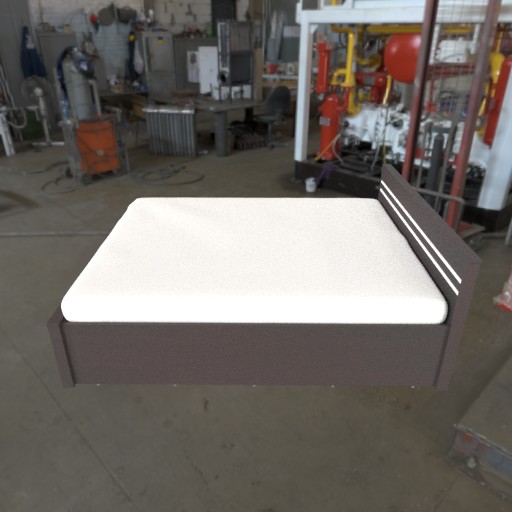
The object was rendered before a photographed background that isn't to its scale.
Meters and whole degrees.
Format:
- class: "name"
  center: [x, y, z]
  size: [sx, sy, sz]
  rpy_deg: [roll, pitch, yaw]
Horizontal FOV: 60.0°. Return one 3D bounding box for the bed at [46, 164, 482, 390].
- class: "bed"
  center: [0.000, 0.000, 2.966]
  size: [2.103, 0.808, 1.634]
  rpy_deg: [0, 27, 1]
